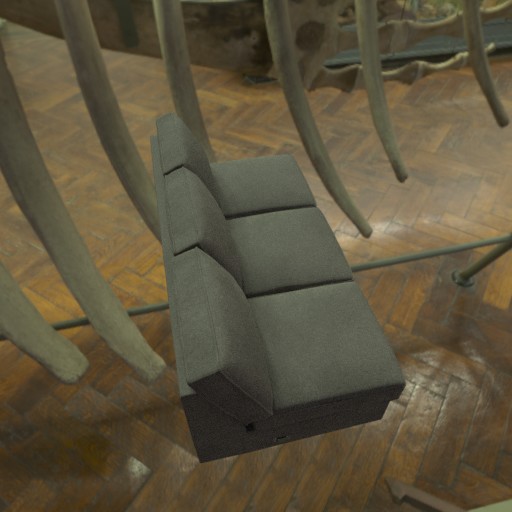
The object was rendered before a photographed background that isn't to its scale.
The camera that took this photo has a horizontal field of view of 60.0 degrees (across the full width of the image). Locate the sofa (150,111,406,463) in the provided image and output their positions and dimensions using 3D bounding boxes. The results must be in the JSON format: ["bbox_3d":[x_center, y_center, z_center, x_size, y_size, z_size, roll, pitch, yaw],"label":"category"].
[{"bbox_3d":[0.000,0.000,2.602,1.027,0.973,1.962,-9,47,-9],"label":"sofa"}]
